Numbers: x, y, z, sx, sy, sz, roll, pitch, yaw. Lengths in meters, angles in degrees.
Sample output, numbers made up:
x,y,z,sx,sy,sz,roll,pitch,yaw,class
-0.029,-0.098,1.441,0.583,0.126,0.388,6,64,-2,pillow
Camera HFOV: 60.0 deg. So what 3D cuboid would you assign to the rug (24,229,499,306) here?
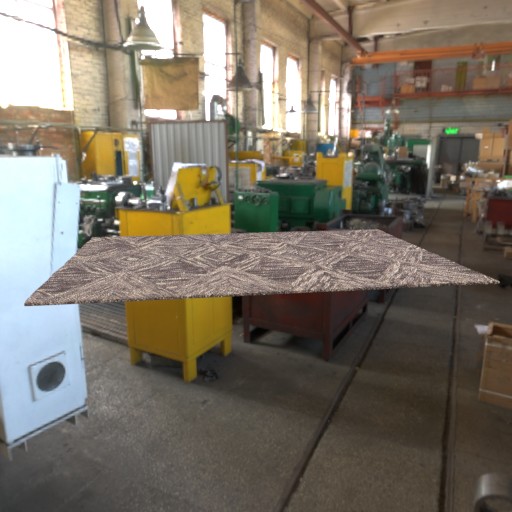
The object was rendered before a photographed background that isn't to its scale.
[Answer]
x,y,z,sx,sy,sz,roll,pitch,yaw,class
0.000,0.000,2.220,1.814,0.012,1.186,-2,14,-8,rug
